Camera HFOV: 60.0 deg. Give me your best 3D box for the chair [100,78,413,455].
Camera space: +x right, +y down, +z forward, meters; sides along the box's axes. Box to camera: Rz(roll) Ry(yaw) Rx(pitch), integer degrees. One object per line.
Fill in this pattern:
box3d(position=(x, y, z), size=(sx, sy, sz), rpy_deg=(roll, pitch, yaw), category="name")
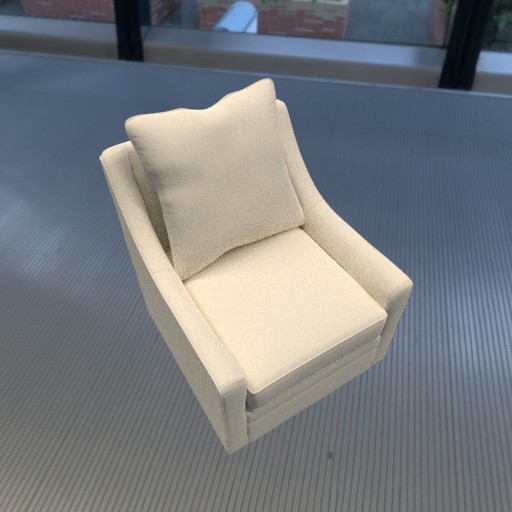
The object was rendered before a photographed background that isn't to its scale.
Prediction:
box3d(position=(0.000, 0.000, 1.642), size=(0.756, 0.965, 0.876), rpy_deg=(-24, 51, -21), category="chair")
